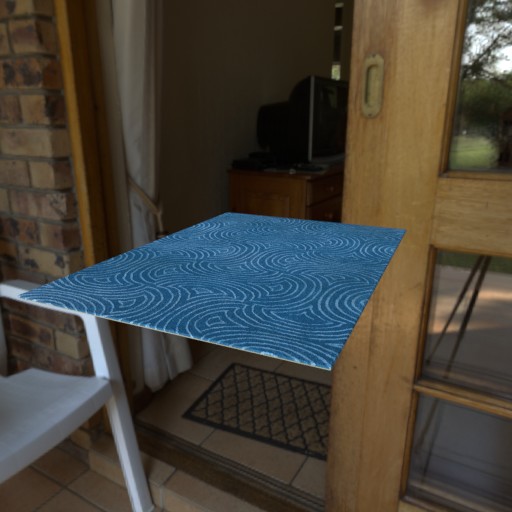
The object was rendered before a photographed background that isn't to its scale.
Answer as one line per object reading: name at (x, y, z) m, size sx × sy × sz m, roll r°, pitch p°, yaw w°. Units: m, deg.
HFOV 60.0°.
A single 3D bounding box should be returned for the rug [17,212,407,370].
rug at (0.000, 0.000, 2.751) m, size 1.543 × 0.015 × 2.144 m, roll 8°, pitch 19°, yaw 23°
